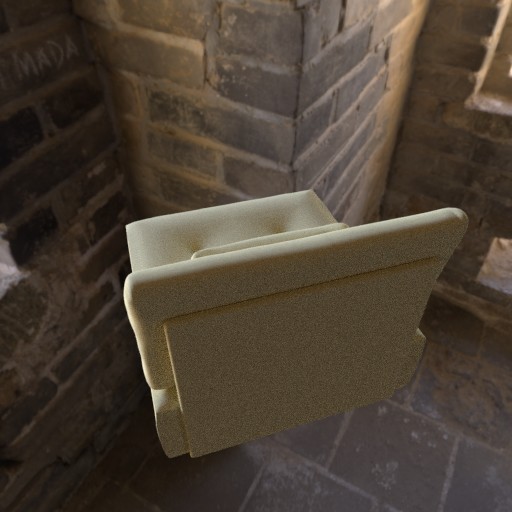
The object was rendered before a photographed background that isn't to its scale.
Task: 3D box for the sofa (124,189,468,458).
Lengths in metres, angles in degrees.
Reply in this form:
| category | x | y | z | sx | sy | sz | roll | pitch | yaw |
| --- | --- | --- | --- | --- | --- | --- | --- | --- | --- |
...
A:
| category | x | y | z | sx | sy | sz | roll | pitch | yaw |
| --- | --- | --- | --- | --- | --- | --- | --- | --- | --- |
| sofa | 0.000 | 0.000 | 1.665 | 0.930 | 0.820 | 1.000 | -12 | 42 | -13 |
